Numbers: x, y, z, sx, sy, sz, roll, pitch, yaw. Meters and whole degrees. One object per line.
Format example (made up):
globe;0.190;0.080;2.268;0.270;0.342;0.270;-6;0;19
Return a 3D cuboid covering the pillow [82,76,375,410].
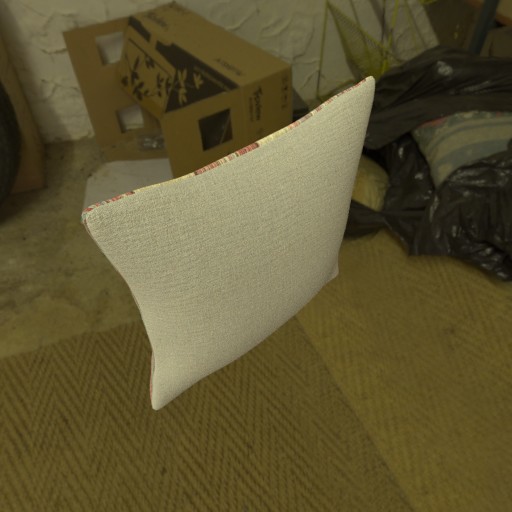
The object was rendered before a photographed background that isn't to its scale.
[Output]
pillow;0.000;0.000;0.656;0.437;0.419;0.136;-33;55;-27
